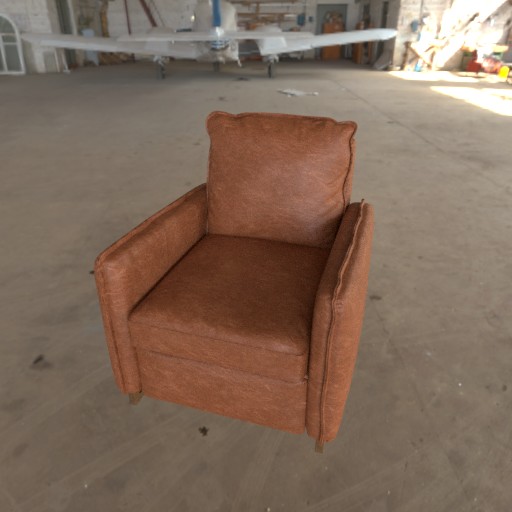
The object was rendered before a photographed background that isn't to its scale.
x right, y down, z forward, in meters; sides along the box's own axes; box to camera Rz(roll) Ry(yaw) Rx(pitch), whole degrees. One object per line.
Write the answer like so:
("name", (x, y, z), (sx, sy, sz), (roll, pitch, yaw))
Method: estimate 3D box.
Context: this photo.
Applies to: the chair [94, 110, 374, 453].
("chair", (0.000, 0.000, 1.655), (0.830, 0.922, 0.922), (8, 29, 15))
